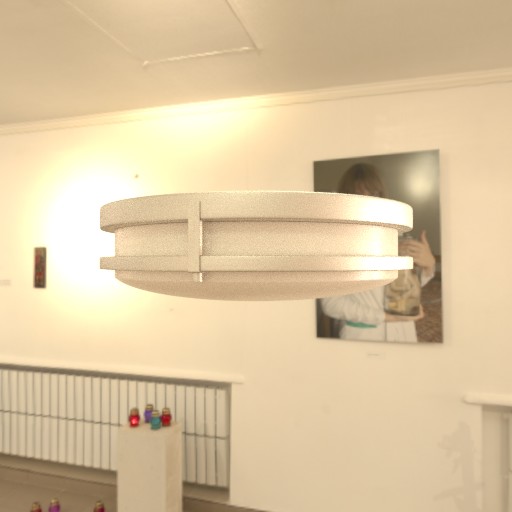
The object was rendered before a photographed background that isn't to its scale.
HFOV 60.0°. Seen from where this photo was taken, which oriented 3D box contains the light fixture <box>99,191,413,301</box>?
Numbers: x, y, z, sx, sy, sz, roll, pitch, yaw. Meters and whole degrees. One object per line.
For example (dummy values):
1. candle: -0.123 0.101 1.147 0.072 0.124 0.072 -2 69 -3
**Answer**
1. light fixture: 0.000 0.000 0.531 0.356 0.102 0.356 0 -1 0
